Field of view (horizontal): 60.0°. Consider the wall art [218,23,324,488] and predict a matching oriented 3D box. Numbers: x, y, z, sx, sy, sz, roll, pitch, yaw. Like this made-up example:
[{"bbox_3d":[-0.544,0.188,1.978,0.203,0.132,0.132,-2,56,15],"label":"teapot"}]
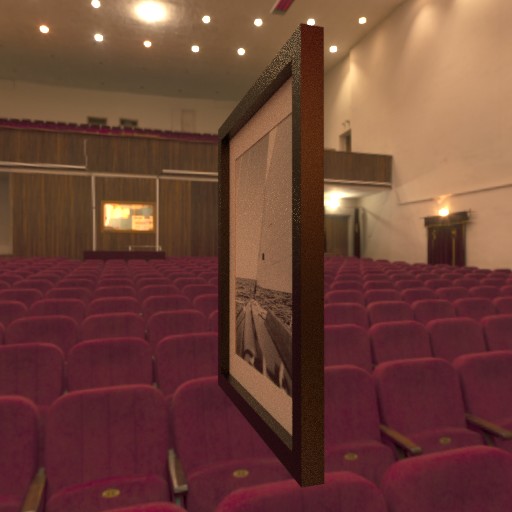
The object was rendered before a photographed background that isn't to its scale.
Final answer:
[{"bbox_3d":[0.000,0.000,0.757,0.031,0.558,0.461,0,0,-17],"label":"wall art"}]
